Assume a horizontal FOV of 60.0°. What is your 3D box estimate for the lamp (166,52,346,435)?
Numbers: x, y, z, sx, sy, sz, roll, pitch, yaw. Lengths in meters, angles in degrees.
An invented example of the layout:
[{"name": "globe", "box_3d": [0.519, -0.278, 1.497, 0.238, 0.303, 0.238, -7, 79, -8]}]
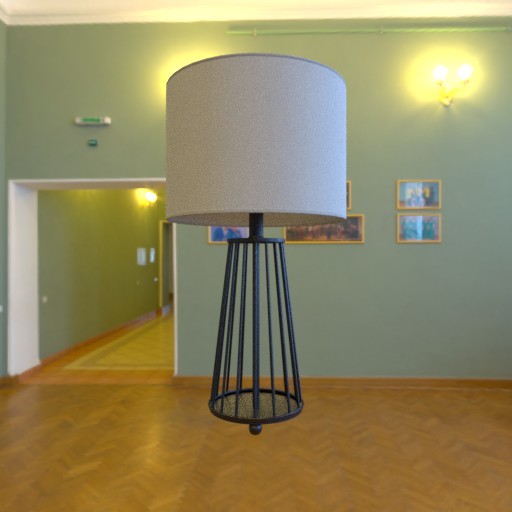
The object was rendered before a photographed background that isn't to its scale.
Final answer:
[{"name": "lamp", "box_3d": [0.000, 0.000, 0.806, 0.322, 0.593, 0.322, 0, 0, 1]}]
